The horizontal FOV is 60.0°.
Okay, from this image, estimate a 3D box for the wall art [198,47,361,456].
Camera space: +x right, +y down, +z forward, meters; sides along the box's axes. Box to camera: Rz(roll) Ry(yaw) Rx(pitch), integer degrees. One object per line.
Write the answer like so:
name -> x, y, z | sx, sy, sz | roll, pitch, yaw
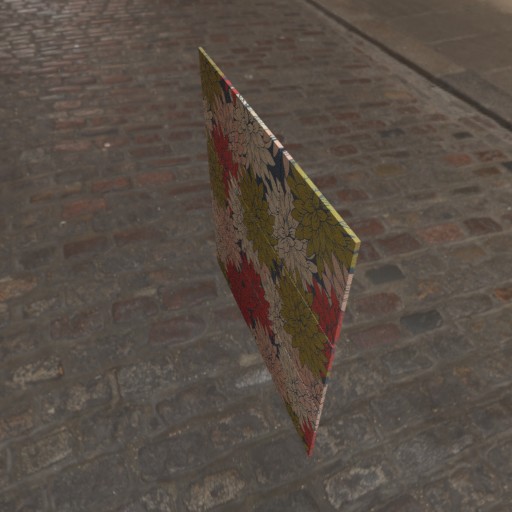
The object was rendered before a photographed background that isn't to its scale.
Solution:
wall art -> 0.000, 0.000, 1.792 | 0.013, 1.218, 1.206 | -16, 47, -15
